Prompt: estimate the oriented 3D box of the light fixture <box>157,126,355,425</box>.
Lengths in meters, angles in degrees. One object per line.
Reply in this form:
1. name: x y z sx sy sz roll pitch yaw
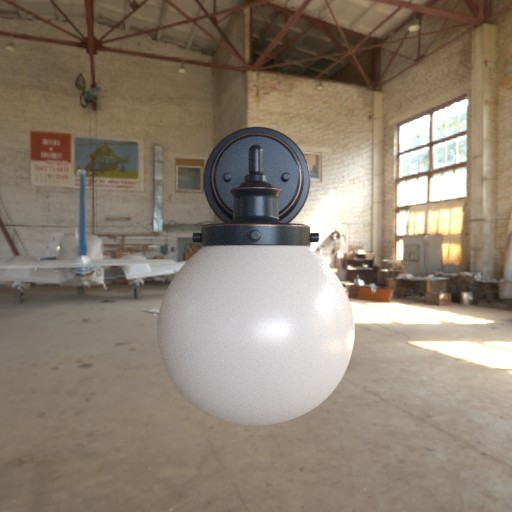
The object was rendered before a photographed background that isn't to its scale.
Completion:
1. light fixture: 0.000 0.000 0.469 0.197 0.332 0.230 0 1 1
